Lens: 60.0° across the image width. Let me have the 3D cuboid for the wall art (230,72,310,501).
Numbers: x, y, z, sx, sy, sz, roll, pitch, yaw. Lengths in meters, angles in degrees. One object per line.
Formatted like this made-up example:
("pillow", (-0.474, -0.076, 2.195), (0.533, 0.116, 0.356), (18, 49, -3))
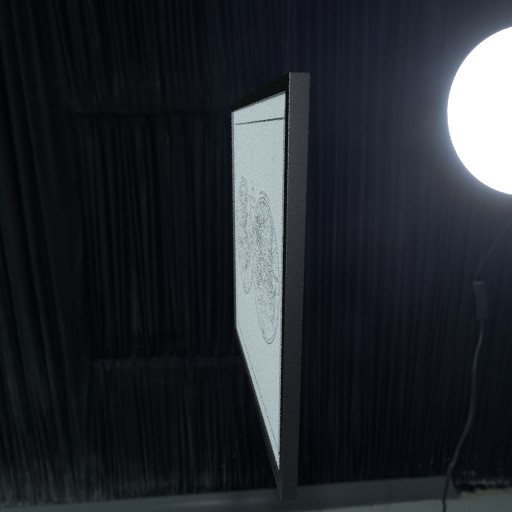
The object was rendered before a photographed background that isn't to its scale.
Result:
("wall art", (0.000, 0.000, 1.125), (0.031, 0.775, 0.773), (-3, 16, -9))
